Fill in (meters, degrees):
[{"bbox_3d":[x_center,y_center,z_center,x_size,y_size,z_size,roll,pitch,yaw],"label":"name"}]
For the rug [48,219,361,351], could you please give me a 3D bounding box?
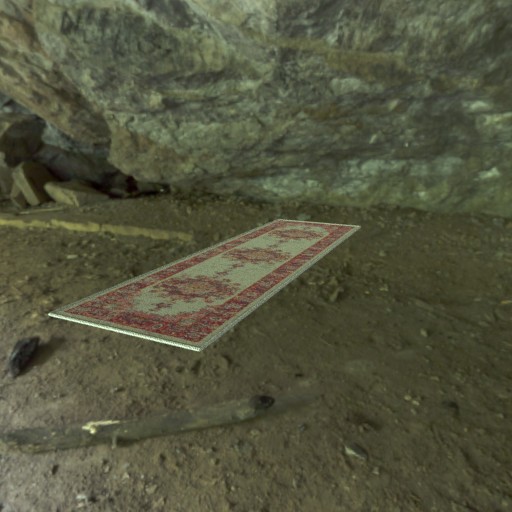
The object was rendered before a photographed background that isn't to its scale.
[{"bbox_3d":[0.000,0.000,2.048,0.562,0.009,1.824,7,17,25],"label":"rug"}]
